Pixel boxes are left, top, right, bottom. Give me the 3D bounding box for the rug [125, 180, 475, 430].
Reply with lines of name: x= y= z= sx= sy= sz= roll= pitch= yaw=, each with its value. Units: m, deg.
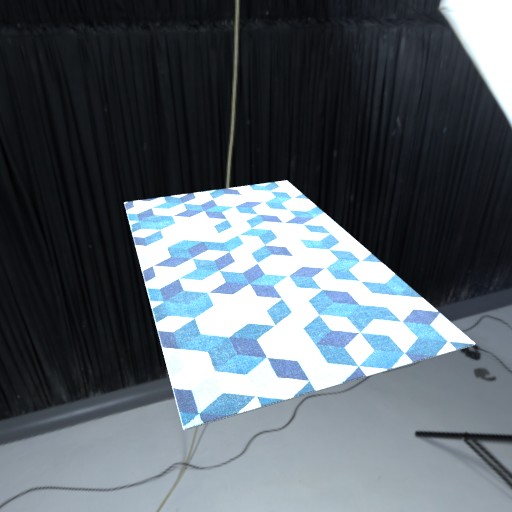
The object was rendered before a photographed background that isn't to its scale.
rug: x=0.000 y=0.000 z=3.037 sx=1.518 sy=0.015 sz=2.438 roll=-10 pitch=32 yaw=-17
